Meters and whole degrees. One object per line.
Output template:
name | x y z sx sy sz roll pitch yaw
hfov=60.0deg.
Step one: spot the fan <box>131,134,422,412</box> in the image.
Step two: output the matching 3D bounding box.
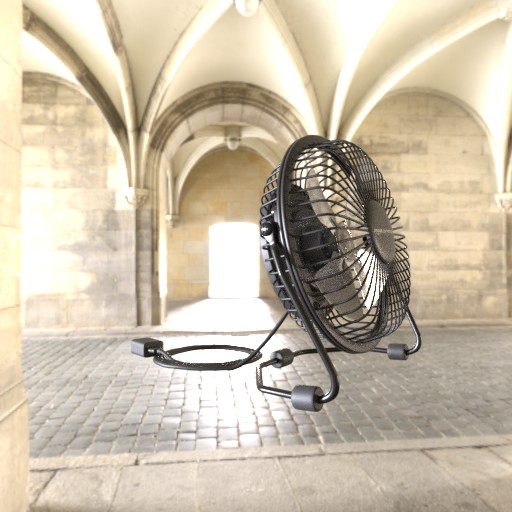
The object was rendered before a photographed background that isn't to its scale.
fan | 0.000 0.000 0.316 0.202 0.152 0.153 0 -1 36
